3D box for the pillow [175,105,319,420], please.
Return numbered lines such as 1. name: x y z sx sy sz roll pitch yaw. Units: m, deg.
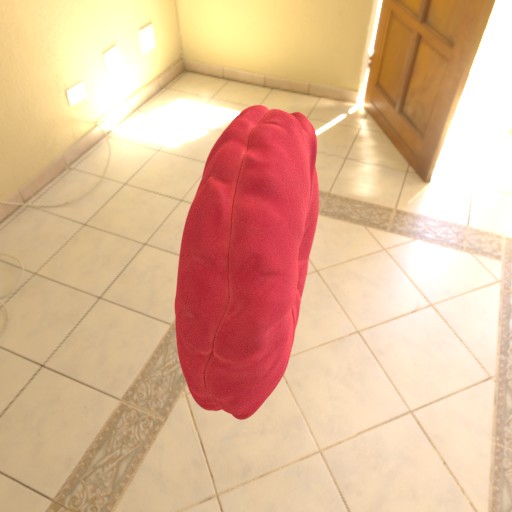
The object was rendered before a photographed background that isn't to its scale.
1. pillow: 0.000 0.000 0.635 0.148 0.407 0.428 10 48 9
